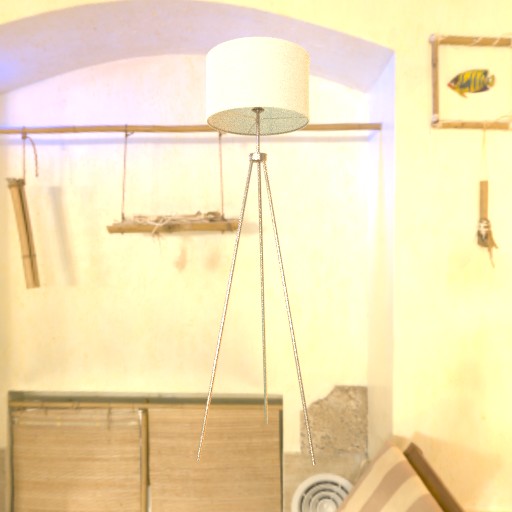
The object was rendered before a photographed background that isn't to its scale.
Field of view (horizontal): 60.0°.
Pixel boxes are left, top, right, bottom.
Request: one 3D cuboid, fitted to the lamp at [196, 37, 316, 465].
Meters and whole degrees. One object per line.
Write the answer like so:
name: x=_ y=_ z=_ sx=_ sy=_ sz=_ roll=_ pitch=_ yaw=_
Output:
lamp: x=0.000 y=0.000 z=1.793 sx=0.448 sy=1.545 sz=0.458 roll=0 pitch=1 yaw=1
